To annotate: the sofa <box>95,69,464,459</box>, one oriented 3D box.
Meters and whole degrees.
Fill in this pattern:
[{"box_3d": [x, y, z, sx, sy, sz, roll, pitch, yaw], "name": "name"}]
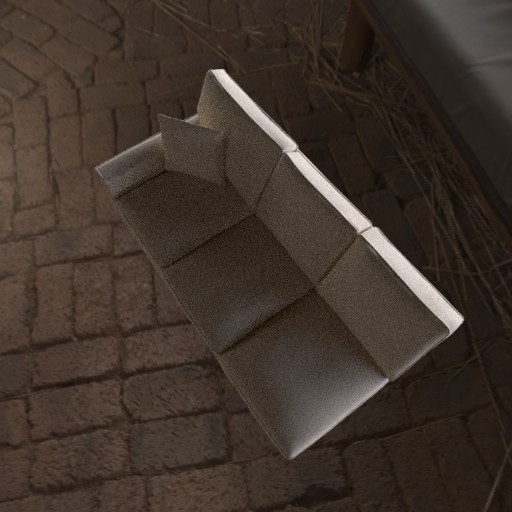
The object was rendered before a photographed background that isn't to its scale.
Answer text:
[{"box_3d": [0.000, 0.000, 2.567, 1.034, 0.946, 1.962, -33, 68, -15], "name": "sofa"}]
